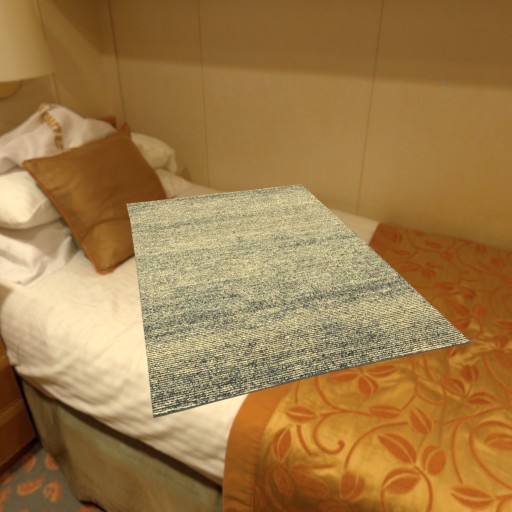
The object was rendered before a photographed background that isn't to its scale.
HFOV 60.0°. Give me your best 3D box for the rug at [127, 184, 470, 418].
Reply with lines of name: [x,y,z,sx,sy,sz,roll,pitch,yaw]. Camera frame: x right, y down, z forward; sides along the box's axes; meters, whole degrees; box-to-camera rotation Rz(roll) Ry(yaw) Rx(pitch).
rug: [0.000,0.000,3.053,1.624,0.030,2.349,-9,31,-14]
